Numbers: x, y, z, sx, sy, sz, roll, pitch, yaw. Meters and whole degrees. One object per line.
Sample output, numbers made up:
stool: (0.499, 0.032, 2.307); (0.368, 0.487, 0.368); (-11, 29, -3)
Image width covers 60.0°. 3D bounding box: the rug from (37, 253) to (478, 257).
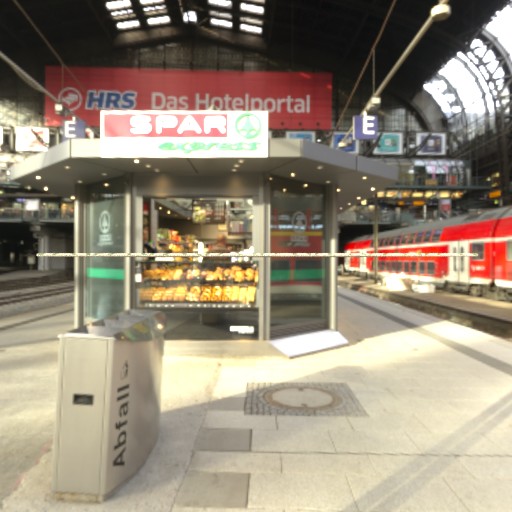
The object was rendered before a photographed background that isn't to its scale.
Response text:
rug: (0.000, 0.000, 3.958); (2.441, 0.017, 3.050); (0, 0, 0)
